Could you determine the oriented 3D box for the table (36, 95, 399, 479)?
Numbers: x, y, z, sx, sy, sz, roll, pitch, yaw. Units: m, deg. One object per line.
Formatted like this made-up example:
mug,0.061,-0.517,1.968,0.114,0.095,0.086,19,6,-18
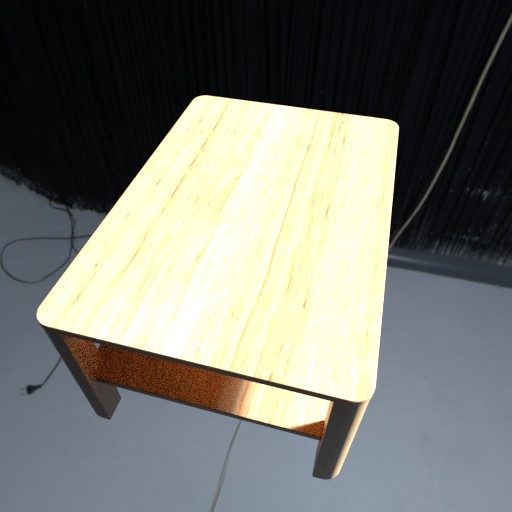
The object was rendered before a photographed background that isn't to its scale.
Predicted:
table,0.000,0.000,1.331,0.696,0.445,0.997,11,48,10
